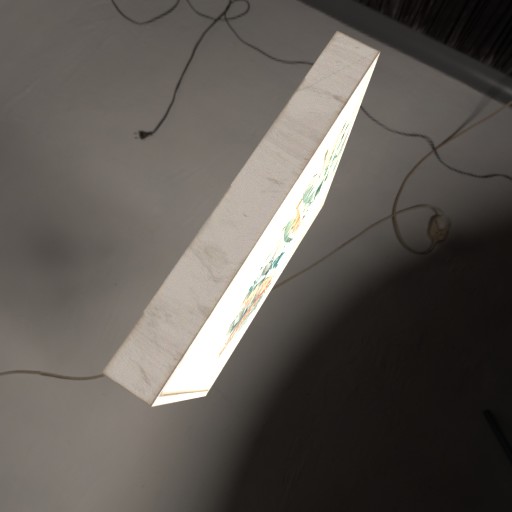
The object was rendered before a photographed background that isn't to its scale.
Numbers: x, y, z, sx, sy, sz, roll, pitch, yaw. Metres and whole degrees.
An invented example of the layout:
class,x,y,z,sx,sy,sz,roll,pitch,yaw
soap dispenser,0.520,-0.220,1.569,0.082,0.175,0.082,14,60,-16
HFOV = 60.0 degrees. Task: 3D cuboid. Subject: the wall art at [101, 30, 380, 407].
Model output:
class,x,y,z,sx,sy,sz,roll,pitch,yaw
wall art,0.000,0.000,0.453,0.038,0.303,0.305,31,76,8
